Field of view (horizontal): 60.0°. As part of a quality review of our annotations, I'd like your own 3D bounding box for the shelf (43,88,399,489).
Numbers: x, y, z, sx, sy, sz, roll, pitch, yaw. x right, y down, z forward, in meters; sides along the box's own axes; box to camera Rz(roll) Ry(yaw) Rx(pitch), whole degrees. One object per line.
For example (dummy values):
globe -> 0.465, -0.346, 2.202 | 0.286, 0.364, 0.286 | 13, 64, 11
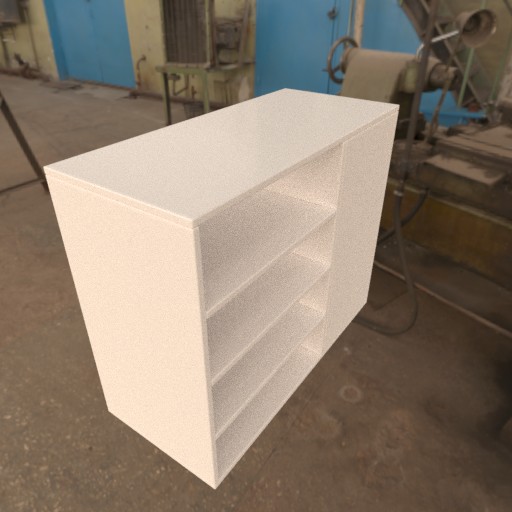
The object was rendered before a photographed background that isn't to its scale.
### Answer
shelf -> 0.000, 0.000, 1.280 | 0.396, 0.732, 0.895 | 21, 38, 29
